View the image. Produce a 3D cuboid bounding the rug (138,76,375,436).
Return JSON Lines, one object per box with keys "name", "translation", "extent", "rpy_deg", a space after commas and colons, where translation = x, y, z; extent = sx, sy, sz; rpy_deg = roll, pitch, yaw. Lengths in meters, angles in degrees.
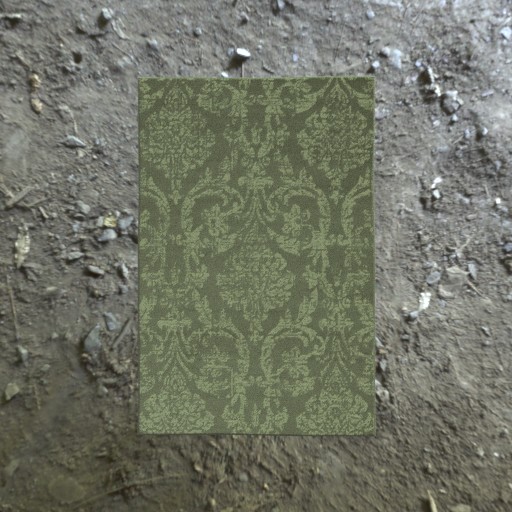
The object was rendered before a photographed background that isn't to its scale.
{"name": "rug", "translation": [0.000, 0.000, 2.251], "extent": [1.206, 0.012, 1.824], "rpy_deg": [0, 90, 1]}
